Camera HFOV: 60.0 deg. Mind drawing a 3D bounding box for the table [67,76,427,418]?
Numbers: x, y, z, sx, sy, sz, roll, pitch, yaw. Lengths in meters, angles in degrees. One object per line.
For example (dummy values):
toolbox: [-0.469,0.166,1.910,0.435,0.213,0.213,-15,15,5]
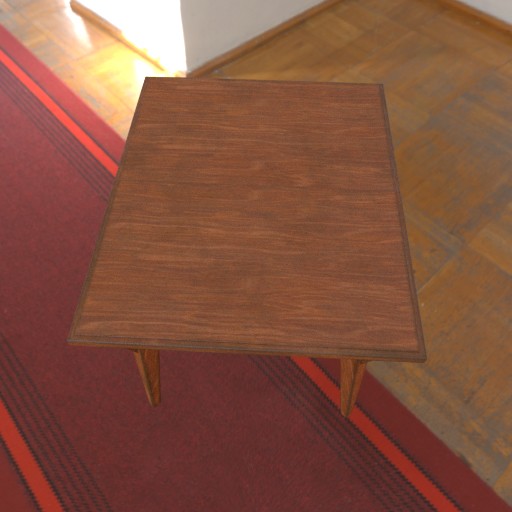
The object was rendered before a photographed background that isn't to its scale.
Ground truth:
table: [0.000,0.000,1.607,0.838,0.761,0.991,3,58,2]
